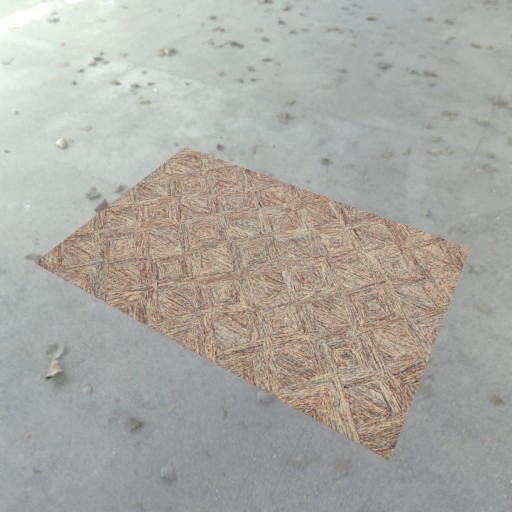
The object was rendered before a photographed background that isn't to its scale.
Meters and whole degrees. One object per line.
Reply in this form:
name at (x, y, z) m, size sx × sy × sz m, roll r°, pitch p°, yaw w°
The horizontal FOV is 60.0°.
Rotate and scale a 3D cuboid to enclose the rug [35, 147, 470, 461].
rug at (0.000, 0.000, 2.797) m, size 2.285 × 0.019 × 1.523 m, roll 23°, pitch 51°, yaw 21°
